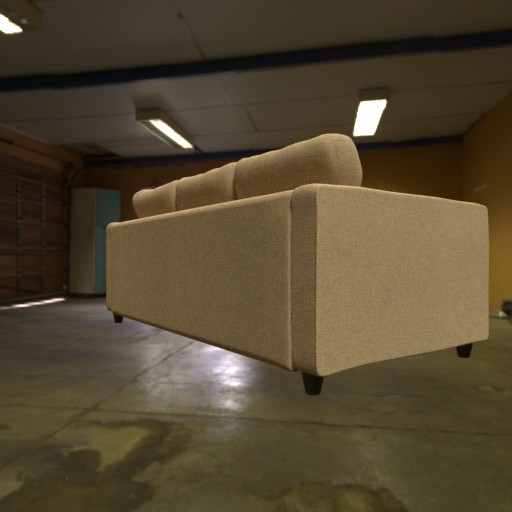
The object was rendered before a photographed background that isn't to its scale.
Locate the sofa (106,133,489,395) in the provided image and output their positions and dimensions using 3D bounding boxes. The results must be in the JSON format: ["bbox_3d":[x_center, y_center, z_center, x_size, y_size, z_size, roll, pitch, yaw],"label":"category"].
[{"bbox_3d":[0.000,0.000,2.210,0.930,0.800,1.855,0,0,-36],"label":"sofa"}]
